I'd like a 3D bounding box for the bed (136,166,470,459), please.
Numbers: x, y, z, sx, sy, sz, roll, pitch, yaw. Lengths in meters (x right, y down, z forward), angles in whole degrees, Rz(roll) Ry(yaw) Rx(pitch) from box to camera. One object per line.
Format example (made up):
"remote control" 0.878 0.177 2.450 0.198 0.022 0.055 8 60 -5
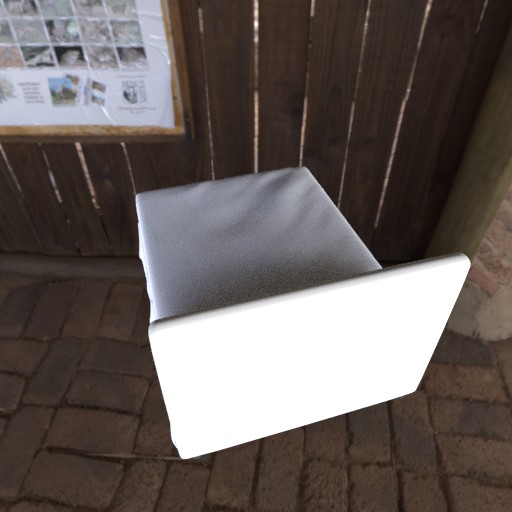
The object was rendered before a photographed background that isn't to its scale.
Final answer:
"bed" 0.000 0.000 3.266 1.714 1.330 2.147 -11 43 -12
